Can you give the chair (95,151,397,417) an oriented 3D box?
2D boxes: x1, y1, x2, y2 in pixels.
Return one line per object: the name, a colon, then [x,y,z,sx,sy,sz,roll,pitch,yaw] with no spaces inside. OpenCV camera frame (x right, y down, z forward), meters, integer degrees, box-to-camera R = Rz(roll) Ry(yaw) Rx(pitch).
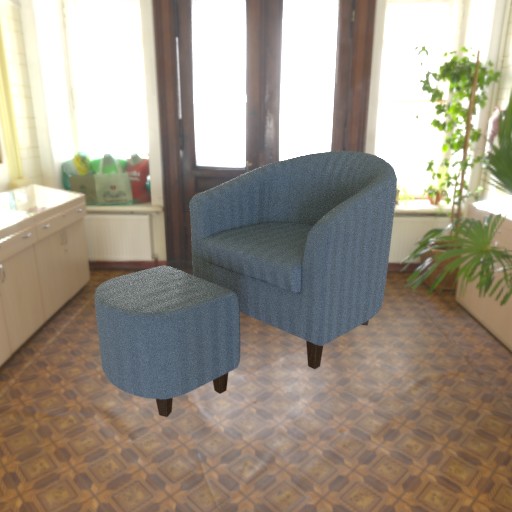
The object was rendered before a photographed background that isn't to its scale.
chair: [0.000,0.000,1.752,1.288,0.757,0.756,-16,23,-42]
